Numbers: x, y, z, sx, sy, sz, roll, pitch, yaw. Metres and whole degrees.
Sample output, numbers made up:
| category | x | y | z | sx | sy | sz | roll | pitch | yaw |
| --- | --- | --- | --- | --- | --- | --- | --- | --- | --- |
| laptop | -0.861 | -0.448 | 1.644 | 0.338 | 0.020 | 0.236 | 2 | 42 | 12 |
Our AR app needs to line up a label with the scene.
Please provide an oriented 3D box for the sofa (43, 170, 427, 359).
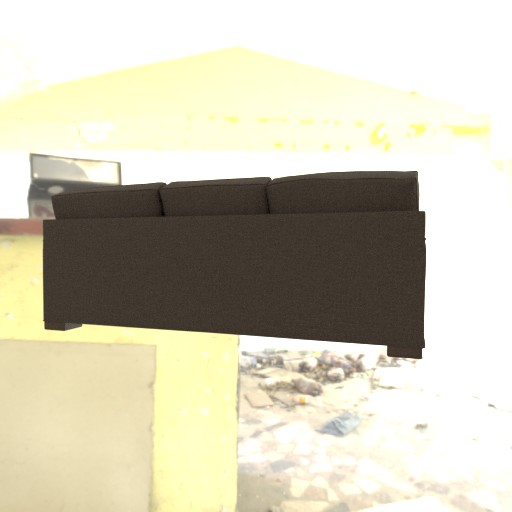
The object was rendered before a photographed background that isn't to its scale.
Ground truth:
| category | x | y | z | sx | sy | sz | roll | pitch | yaw |
| --- | --- | --- | --- | --- | --- | --- | --- | --- | --- |
| sofa | 0.000 | 0.000 | 3.363 | 2.370 | 0.973 | 1.790 | 1 | 2 | 19 |
